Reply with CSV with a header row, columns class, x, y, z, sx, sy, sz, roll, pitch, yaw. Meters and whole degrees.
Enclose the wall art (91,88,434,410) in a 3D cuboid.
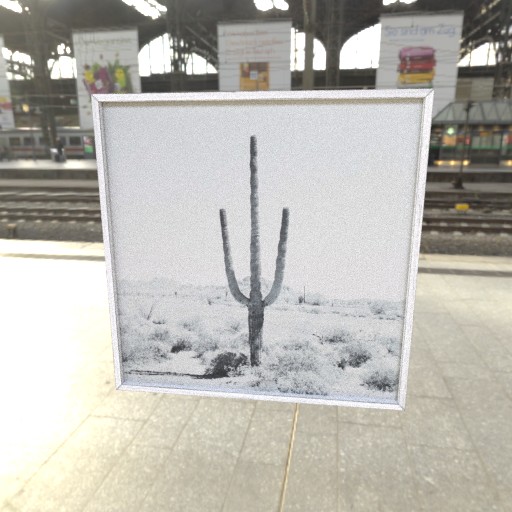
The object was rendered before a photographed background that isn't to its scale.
class,x,y,z,sx,sy,sz,roll,pitch,yaw
wall art,0.000,0.000,0.731,0.508,0.508,0.038,2,14,7
